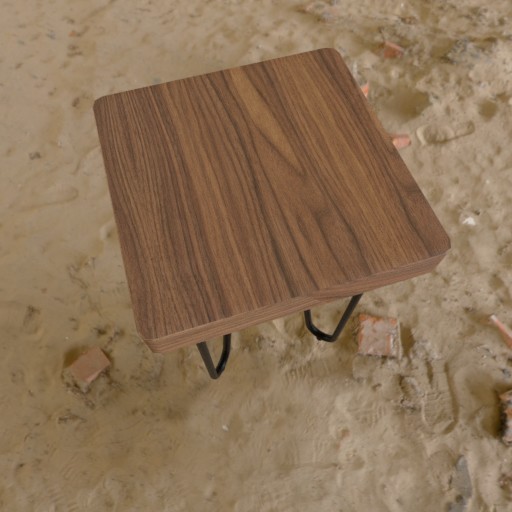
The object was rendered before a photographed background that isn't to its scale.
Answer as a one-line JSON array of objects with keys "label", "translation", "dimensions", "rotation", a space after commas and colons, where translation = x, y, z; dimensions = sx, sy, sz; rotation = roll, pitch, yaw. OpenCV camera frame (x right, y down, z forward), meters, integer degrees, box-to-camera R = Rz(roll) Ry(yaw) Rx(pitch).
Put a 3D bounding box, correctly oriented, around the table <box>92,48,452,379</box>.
[{"label": "table", "translation": [0.000, 0.000, 1.016], "dimensions": [0.479, 0.641, 0.480], "rotation": [-16, 64, -8]}]
